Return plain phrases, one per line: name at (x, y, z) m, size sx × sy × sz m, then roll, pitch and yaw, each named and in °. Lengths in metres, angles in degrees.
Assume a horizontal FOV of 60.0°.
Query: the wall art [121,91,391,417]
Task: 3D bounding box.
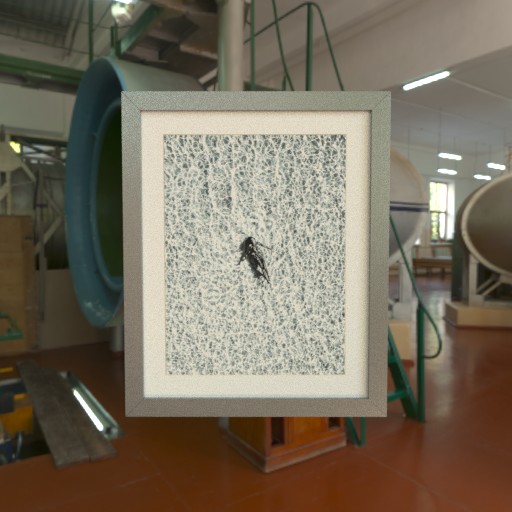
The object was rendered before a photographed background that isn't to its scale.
wall art at (0.000, 0.000, 0.530) m, size 0.308 × 0.379 × 0.030 m, roll 0°, pitch 2°, yaw 0°
